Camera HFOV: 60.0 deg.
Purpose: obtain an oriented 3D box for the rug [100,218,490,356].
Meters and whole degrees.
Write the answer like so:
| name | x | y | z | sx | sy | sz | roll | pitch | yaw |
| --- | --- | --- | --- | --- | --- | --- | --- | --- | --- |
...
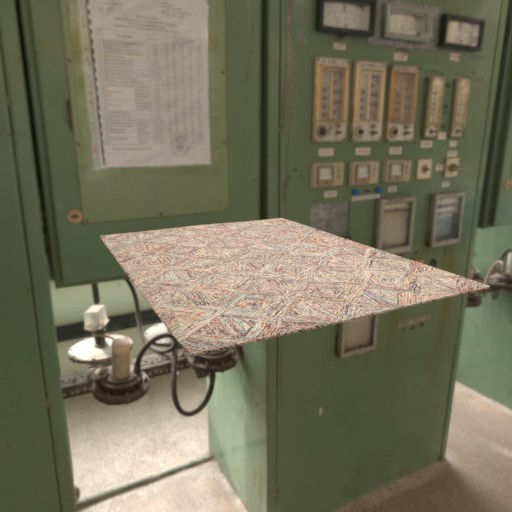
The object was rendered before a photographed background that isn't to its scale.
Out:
| name | x | y | z | sx | sy | sz | roll | pitch | yaw |
| --- | --- | --- | --- | --- | --- | --- | --- | --- | --- |
| rug | 0.000 | 0.000 | 4.256 | 2.436 | 0.024 | 3.226 | -8 | 17 | -26 |
